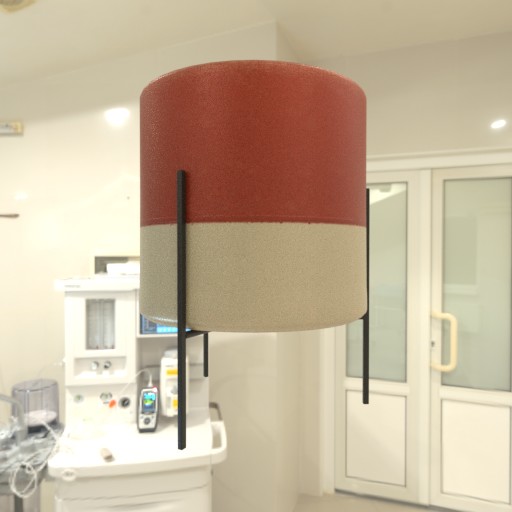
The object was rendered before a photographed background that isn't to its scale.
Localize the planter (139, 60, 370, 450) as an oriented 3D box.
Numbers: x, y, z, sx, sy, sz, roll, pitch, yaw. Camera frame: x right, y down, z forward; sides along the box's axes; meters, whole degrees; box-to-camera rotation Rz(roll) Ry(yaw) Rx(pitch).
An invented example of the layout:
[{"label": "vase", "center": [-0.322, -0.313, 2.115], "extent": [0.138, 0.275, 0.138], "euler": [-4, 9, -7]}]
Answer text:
[{"label": "planter", "center": [0.000, 0.000, 0.691], "extent": [0.354, 0.465, 0.345], "euler": [0, 1, -1]}]
